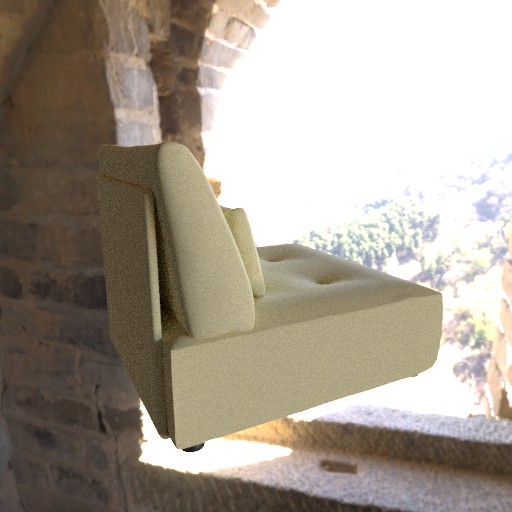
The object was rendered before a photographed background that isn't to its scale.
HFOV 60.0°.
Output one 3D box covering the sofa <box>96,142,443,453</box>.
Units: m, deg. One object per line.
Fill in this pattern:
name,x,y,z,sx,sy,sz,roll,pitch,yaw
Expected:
sofa,0.000,0.000,1.677,1.000,0.820,0.930,-7,15,-27
